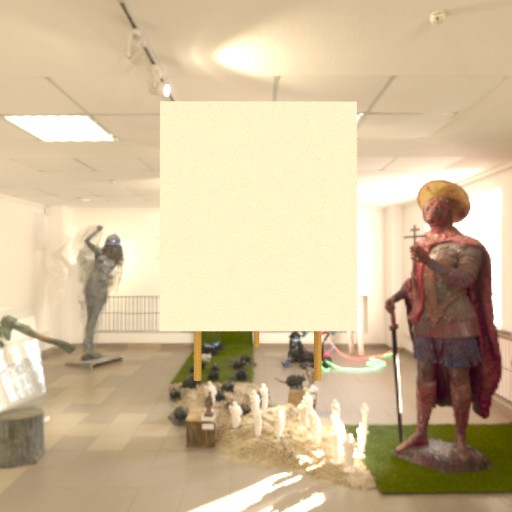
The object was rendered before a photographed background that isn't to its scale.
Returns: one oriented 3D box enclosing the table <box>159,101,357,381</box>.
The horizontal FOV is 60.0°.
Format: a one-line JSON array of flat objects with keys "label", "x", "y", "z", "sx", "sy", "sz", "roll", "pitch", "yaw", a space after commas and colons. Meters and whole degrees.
[{"label": "table", "x": 0.000, "y": 0.000, "z": 1.877, "sx": 0.508, "sy": 0.769, "sz": 1.500, "roll": 0, "pitch": -1, "yaw": 0}]
